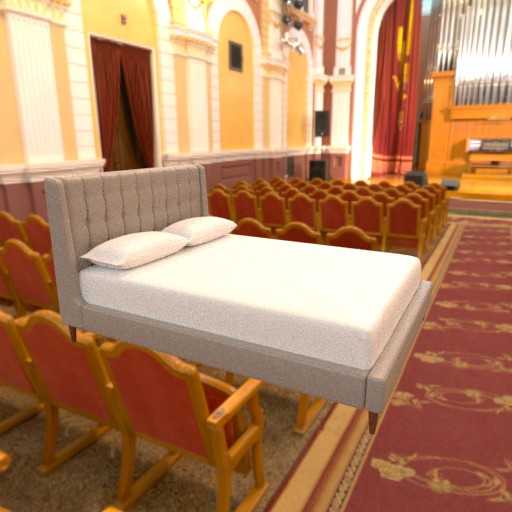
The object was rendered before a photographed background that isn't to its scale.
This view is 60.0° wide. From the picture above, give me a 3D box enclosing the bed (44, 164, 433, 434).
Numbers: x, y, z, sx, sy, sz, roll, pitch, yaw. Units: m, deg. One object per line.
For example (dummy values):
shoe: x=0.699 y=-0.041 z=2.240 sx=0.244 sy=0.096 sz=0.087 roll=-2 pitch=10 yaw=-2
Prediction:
bed: x=0.000 y=0.000 z=3.178 sx=2.232 sy=1.147 sz=1.656 roll=8 pitch=17 yaw=27
